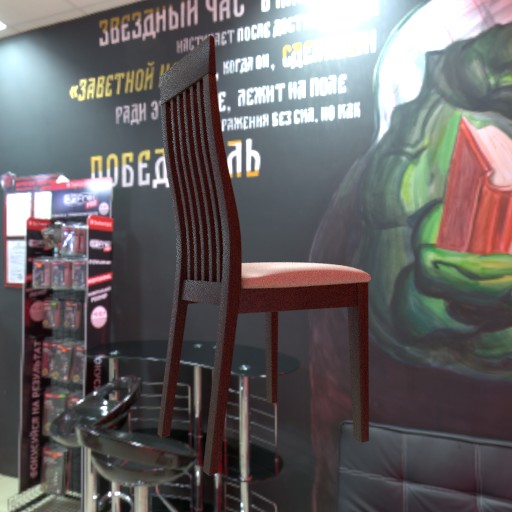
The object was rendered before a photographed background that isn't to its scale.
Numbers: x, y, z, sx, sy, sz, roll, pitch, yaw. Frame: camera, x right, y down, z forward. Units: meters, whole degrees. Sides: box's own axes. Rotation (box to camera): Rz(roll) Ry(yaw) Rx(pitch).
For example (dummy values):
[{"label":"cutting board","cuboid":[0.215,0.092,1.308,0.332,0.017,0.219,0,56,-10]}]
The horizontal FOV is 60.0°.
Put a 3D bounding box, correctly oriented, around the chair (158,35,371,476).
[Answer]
[{"label":"chair","cuboid":[0.000,0.000,1.280,0.474,1.027,0.460,0,-1,-35]}]
